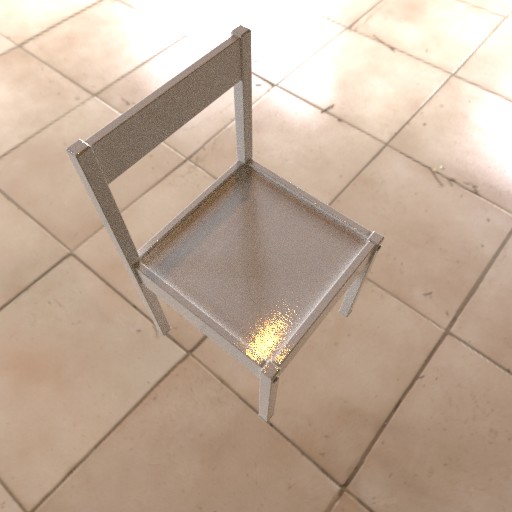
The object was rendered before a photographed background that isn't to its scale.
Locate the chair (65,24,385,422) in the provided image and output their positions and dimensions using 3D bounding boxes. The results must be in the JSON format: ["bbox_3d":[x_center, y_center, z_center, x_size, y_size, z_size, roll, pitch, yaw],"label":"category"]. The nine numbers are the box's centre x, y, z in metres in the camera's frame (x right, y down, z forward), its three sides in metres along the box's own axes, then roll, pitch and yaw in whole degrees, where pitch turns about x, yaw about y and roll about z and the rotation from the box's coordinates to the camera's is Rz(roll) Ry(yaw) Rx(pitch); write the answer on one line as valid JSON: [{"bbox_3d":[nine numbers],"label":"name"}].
[{"bbox_3d":[0.000,0.000,0.686,0.285,0.505,0.285,35,65,19],"label":"chair"}]
